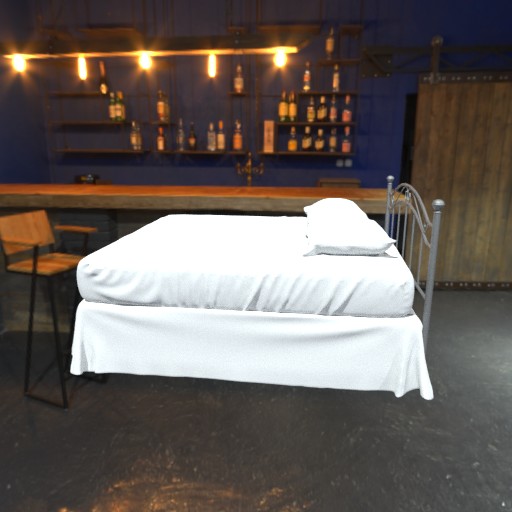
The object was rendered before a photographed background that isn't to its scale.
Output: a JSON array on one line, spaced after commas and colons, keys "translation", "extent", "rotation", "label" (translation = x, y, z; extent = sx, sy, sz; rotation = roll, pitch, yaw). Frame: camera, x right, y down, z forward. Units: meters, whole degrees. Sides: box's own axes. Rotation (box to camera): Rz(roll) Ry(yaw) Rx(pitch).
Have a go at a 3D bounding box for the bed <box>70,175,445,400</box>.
[{"translation": [0.000, 0.000, 3.296], "extent": [2.215, 1.080, 1.936], "rotation": [2, 15, 7], "label": "bed"}]
